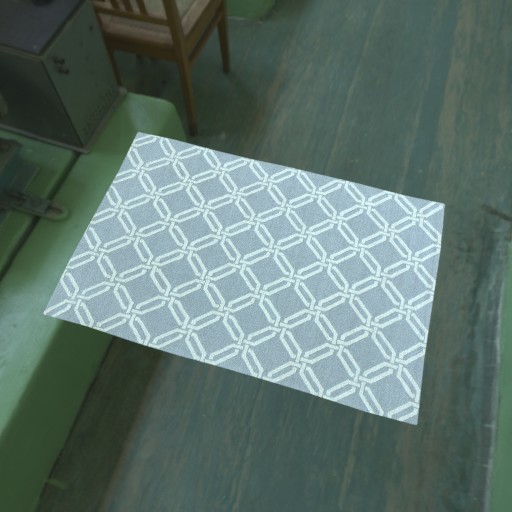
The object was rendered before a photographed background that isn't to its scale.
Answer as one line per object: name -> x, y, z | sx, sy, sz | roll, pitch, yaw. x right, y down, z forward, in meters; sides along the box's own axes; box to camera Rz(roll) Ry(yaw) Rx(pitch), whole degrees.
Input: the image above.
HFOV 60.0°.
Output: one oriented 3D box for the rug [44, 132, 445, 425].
rug -> 0.000, 0.000, 2.200 | 1.754, 0.010, 1.148 | 15, 65, 7
